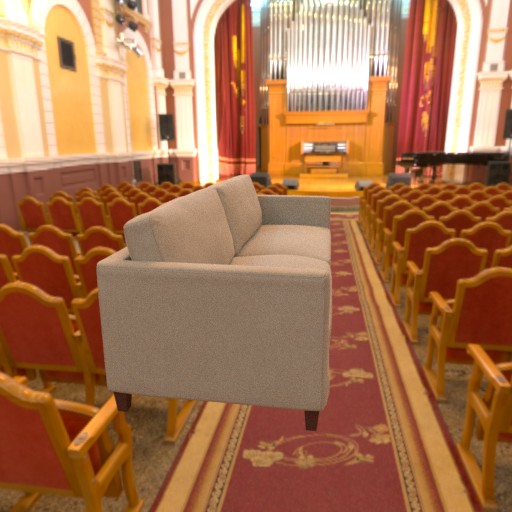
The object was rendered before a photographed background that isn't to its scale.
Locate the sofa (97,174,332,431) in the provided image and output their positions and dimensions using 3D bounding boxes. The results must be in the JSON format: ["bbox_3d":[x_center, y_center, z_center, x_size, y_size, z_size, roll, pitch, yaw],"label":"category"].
[{"bbox_3d":[0.000,0.000,2.905,0.988,0.912,2.404,2,15,9],"label":"sofa"}]
